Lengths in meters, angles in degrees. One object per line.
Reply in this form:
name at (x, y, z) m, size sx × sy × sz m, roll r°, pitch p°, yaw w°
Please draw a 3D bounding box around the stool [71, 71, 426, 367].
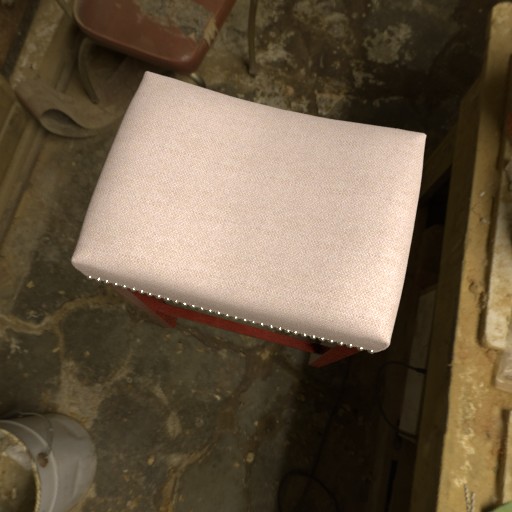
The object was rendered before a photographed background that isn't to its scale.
stool at (0.000, 0.000, 1.028) m, size 0.504 × 0.742 × 0.372 m, roll 14°, pitch 74°, yaw 4°
